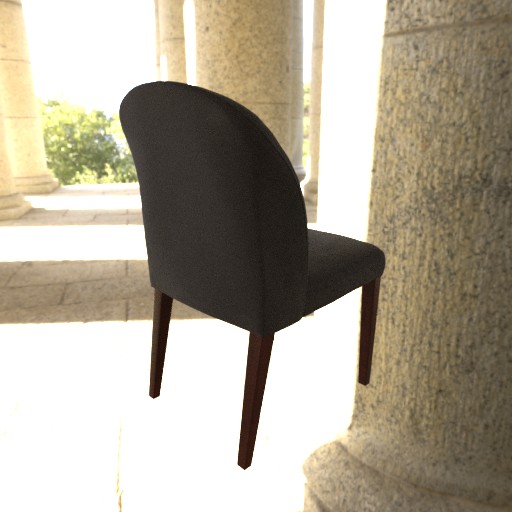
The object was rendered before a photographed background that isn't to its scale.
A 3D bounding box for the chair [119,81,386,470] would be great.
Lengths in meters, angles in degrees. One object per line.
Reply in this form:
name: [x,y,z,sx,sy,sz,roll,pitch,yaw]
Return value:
chair: [0.000,0.000,1.248,0.619,0.879,0.506,-15,22,-42]
